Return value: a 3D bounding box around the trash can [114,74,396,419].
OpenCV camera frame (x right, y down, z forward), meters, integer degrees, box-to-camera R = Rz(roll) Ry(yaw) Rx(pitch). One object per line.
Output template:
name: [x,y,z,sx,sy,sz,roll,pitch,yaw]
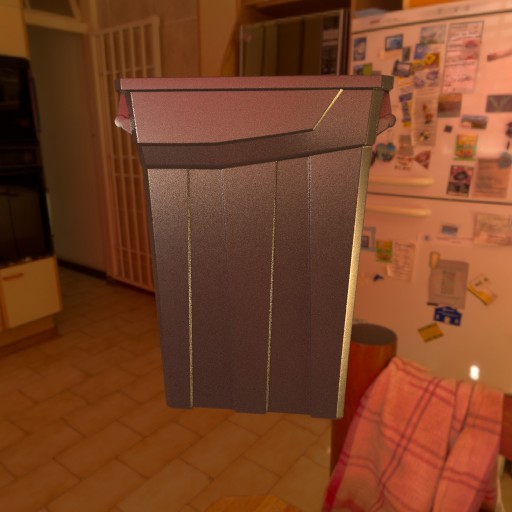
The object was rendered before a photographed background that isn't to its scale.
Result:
trash can: [0.000,0.000,1.047,0.559,0.762,0.281,2,16,6]
